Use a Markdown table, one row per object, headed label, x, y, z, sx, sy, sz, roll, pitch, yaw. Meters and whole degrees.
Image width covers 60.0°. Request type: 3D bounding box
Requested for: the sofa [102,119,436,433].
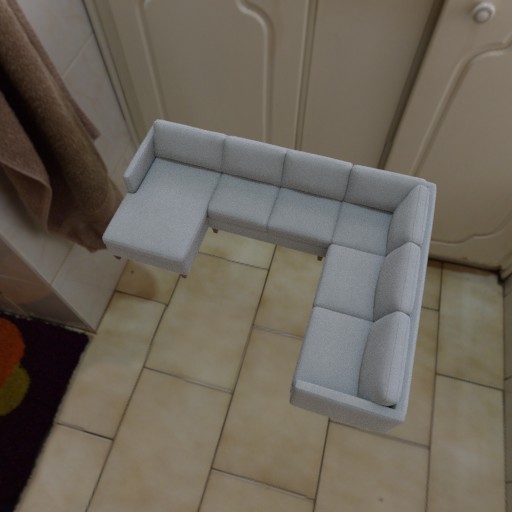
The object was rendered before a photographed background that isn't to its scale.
| label | x | y | z | sx | sy | sz | roll | pitch | yaw |
| --- | --- | --- | --- | --- | --- | --- | --- | --- | --- |
| sofa | 0.000 | 0.000 | 4.526 | 3.238 | 0.853 | 2.551 | 15 | 61 | 9 |
